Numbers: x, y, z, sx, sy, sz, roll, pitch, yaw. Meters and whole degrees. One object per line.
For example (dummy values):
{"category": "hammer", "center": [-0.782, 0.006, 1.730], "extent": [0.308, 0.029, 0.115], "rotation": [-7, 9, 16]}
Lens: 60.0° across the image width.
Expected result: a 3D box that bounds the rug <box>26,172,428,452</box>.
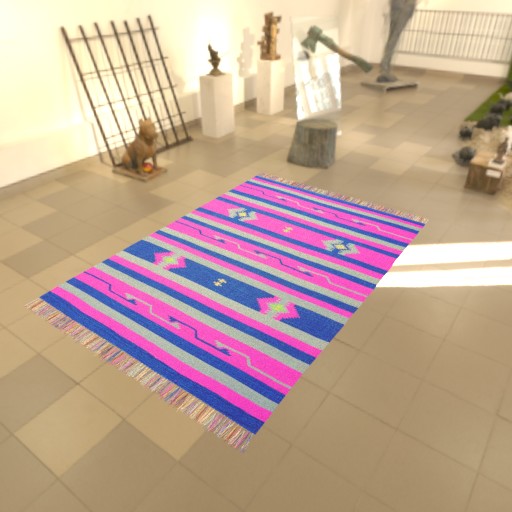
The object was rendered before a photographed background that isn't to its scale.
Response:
{"category": "rug", "center": [0.000, 0.000, 2.892], "extent": [1.539, 0.013, 2.350], "rotation": [22, 39, 29]}
